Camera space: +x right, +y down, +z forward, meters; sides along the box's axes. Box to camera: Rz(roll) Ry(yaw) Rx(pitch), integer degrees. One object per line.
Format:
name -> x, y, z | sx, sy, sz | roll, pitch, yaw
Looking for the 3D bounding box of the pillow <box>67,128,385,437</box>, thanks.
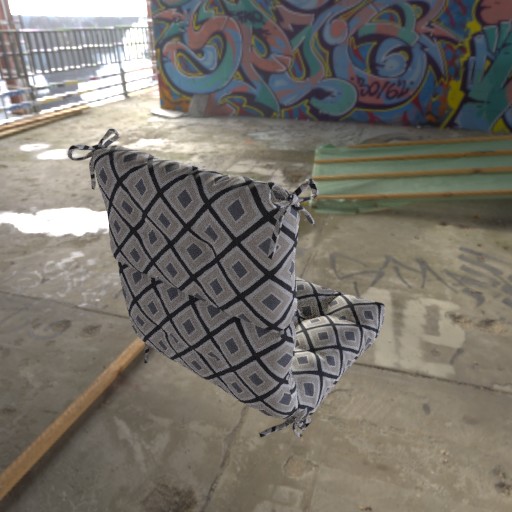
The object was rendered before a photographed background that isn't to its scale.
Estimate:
pillow -> 0.000, 0.000, 1.045 | 0.519, 0.605, 0.571 | 20, 34, 32
